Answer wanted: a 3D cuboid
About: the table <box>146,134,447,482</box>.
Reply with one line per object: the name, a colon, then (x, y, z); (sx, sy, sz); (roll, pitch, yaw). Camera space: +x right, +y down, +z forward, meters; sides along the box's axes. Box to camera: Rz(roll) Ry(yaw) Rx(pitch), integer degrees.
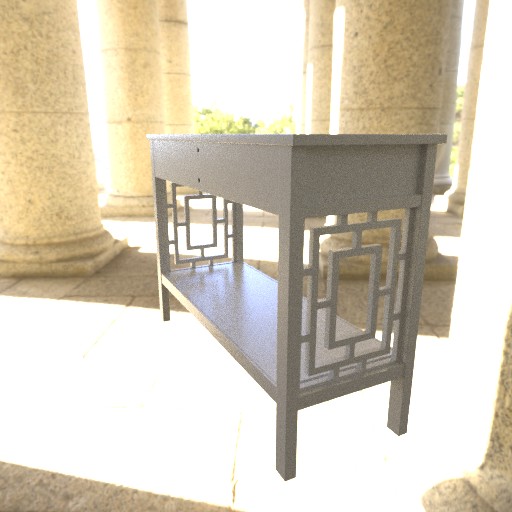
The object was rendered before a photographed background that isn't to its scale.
table: (0.000, 0.000, 1.421); (0.397, 0.753, 1.068); (-8, 17, -26)
